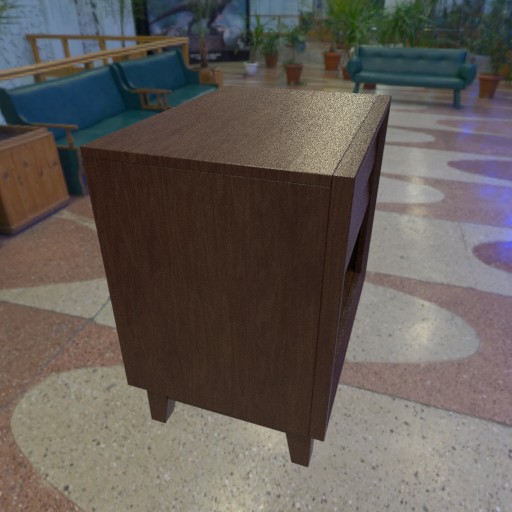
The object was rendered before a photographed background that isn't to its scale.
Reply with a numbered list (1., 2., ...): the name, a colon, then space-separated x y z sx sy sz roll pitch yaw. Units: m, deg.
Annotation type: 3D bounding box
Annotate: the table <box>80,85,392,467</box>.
1. table: 0.000 0.000 0.980 0.449 0.609 0.557 10 32 17
